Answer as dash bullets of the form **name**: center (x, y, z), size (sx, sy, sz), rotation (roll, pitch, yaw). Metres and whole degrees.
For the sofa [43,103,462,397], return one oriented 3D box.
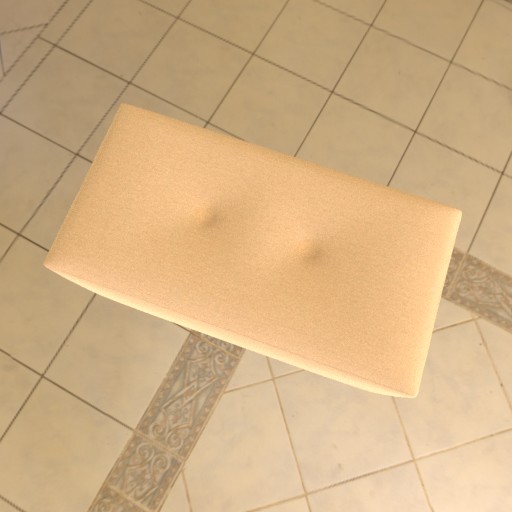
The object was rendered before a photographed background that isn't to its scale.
- **sofa**: center (0.000, 0.000, 1.223), size (0.930, 0.470, 0.480), rotation (19, 76, 5)
